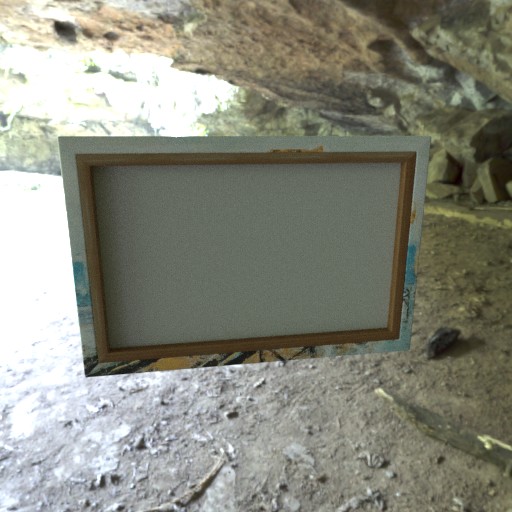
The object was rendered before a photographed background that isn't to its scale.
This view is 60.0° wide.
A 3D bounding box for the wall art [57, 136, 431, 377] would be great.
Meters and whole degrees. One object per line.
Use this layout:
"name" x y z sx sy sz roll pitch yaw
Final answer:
"wall art" 0.000 0.000 1.167 0.913 0.609 0.038 -3 16 -9
